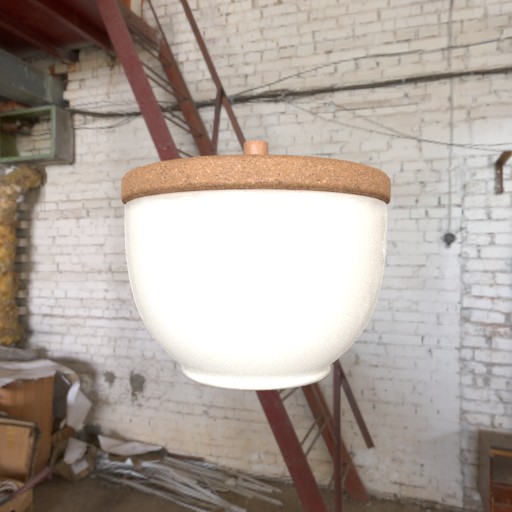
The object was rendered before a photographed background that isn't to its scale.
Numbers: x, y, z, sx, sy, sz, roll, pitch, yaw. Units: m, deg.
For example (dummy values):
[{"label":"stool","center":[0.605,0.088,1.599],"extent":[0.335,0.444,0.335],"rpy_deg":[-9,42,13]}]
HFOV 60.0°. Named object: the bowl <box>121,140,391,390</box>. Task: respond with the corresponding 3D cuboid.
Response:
[{"label":"bowl","center":[0.000,0.000,0.217],"extent":[0.126,0.110,0.126],"rpy_deg":[0,0,0]}]
